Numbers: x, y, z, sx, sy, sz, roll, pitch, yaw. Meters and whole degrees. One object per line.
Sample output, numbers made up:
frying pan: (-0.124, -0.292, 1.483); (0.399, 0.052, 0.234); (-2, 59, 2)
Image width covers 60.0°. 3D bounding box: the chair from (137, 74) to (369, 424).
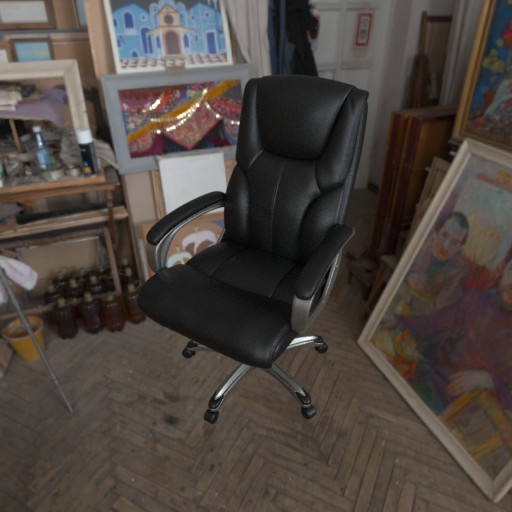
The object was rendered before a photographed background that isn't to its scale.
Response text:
chair: (0.000, 0.000, 1.625); (0.663, 1.155, 0.739); (18, 36, 28)
